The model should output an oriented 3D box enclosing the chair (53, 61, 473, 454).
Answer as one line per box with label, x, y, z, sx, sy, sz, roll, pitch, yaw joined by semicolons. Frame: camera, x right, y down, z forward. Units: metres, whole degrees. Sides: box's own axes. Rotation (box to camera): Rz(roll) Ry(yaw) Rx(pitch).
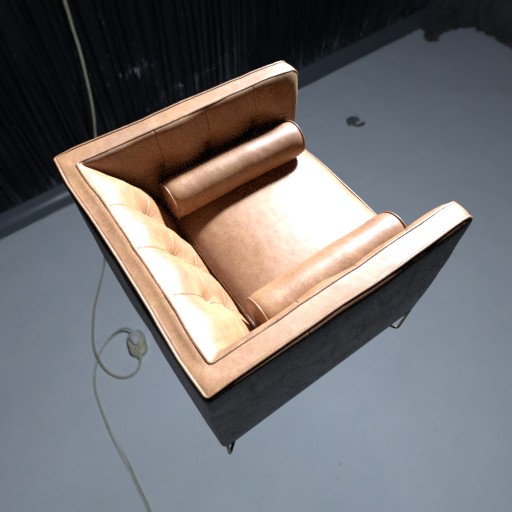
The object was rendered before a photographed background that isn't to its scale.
chair;0.000;0.000;1.615;0.912;0.797;0.920;-31;63;-18
